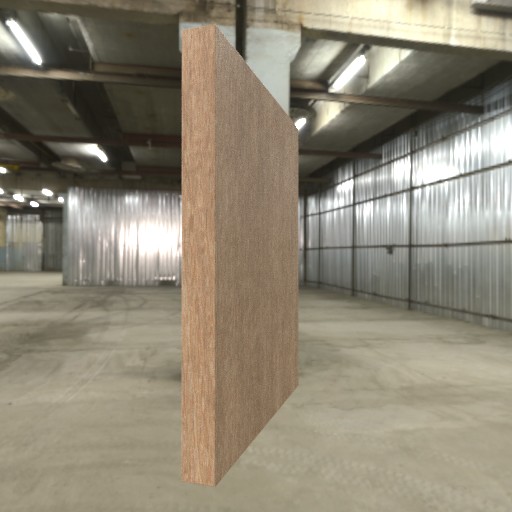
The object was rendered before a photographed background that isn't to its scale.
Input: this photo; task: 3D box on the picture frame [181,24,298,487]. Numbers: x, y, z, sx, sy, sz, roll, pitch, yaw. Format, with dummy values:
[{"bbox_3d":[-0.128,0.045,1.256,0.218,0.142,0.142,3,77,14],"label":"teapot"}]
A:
[{"bbox_3d":[0.000,0.000,0.712,0.043,0.526,0.424,0,0,18],"label":"picture frame"}]
